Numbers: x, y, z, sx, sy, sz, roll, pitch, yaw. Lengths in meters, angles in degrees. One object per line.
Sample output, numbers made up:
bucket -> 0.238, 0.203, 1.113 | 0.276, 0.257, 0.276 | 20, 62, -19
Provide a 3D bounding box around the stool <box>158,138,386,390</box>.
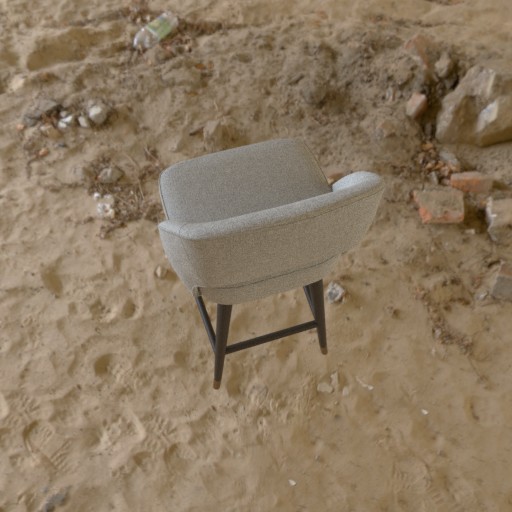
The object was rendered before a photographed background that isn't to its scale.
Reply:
stool -> 0.000, 0.000, 1.309 | 0.494, 1.037, 0.509 | -15, 60, -9
